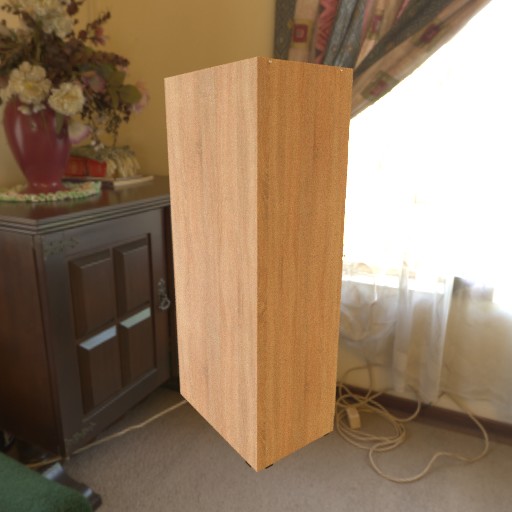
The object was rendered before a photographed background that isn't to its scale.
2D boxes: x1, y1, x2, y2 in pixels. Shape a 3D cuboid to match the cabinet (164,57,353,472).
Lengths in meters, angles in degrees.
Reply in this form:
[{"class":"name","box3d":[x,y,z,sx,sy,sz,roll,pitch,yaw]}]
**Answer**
[{"class":"cabinet","box3d":[0.000,0.000,2.805,1.094,2.120,1.327,3,16,9]}]
